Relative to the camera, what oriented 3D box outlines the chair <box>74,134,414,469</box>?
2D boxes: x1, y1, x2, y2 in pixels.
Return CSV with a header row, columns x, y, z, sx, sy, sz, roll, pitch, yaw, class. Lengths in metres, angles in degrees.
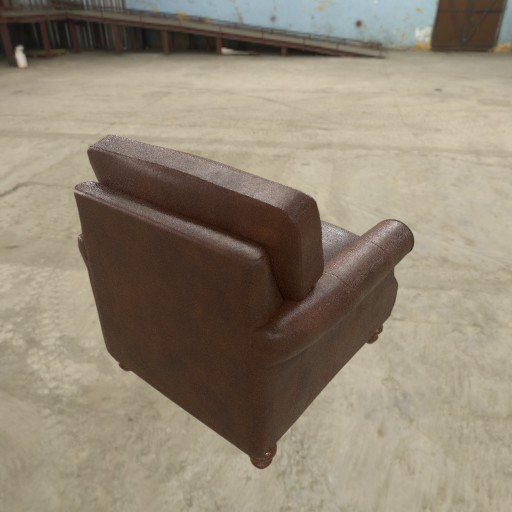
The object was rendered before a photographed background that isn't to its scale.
x,y,z,sx,sy,sz,roll,pitch,yaw,class
0.000,0.000,1.723,0.989,0.972,0.992,22,36,33,chair
